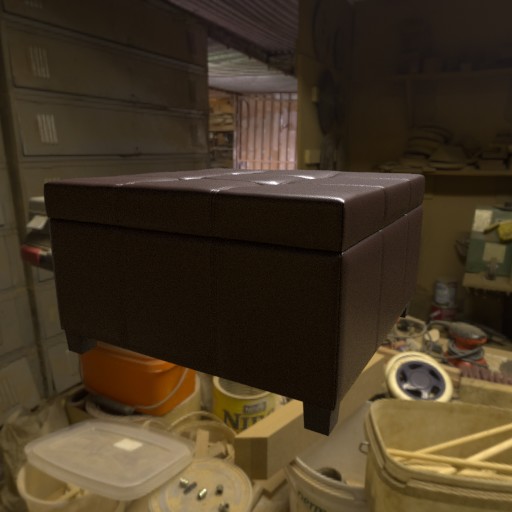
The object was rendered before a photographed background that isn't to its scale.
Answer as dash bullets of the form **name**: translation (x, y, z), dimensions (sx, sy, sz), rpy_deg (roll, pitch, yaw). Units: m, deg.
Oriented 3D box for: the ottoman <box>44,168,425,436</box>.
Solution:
- **ottoman**: translation (0.000, 0.000, 1.280), dimensions (0.787, 0.460, 0.788), rpy_deg (8, 16, 29)
